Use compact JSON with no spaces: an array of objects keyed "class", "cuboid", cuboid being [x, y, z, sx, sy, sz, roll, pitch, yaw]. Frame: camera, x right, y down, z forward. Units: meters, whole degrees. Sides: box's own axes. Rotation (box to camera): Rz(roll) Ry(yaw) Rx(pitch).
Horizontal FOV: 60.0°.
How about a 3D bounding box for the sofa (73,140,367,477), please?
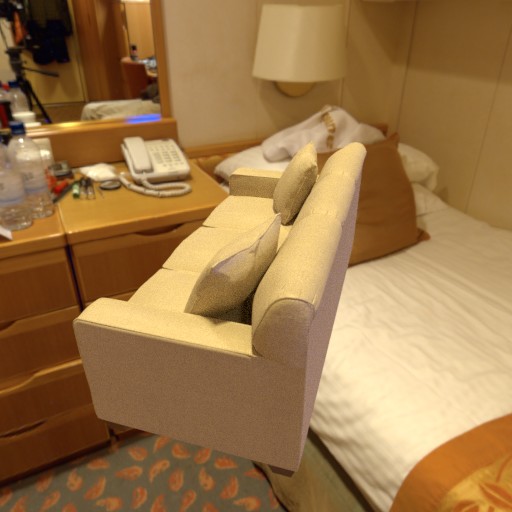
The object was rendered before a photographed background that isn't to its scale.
[{"class":"sofa","cuboid":[0.000,0.000,2.541,0.997,0.958,2.024,8,30,15]}]
